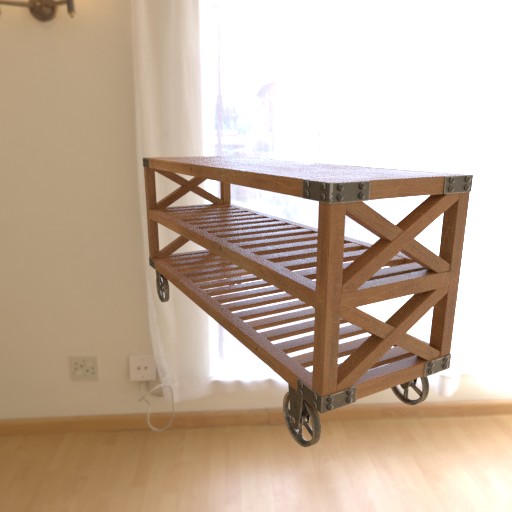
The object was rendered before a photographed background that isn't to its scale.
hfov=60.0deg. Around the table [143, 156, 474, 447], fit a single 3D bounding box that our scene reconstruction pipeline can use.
[{"bbox_3d":[0.000,0.000,1.736,0.467,0.711,1.487,-8,17,-28],"label":"table"}]
